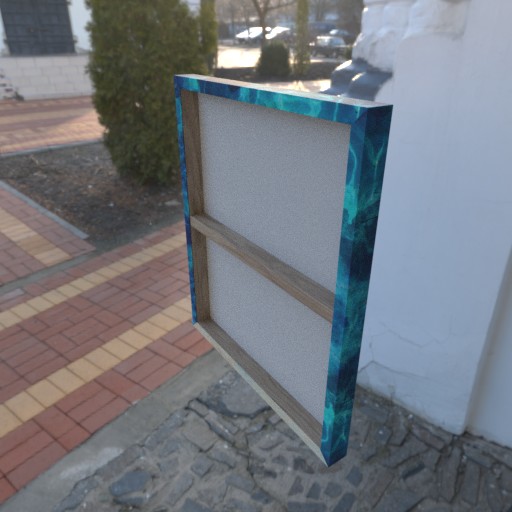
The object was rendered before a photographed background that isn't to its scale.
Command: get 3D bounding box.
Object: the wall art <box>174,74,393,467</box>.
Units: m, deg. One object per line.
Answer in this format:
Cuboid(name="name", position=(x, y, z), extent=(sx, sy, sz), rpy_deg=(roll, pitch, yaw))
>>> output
Cuboid(name="wall art", position=(0.000, 0.000, 0.706), extent=(0.038, 0.508, 0.432), rpy_deg=(-17, 32, -30))
